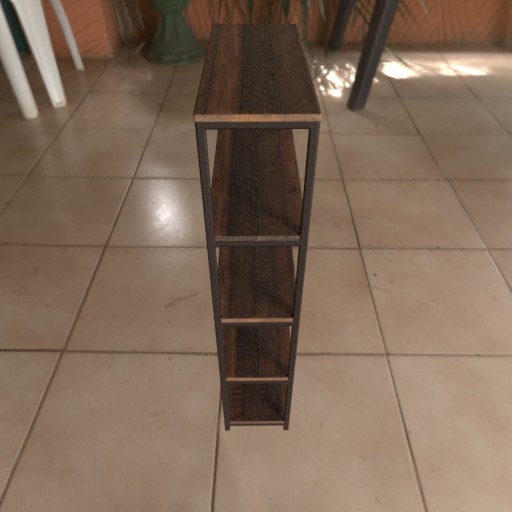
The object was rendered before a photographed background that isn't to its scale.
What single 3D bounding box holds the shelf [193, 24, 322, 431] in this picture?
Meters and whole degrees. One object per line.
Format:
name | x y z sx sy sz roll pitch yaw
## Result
shelf | 0.000 0.000 2.179 0.359 1.860 0.874 0 42 0
